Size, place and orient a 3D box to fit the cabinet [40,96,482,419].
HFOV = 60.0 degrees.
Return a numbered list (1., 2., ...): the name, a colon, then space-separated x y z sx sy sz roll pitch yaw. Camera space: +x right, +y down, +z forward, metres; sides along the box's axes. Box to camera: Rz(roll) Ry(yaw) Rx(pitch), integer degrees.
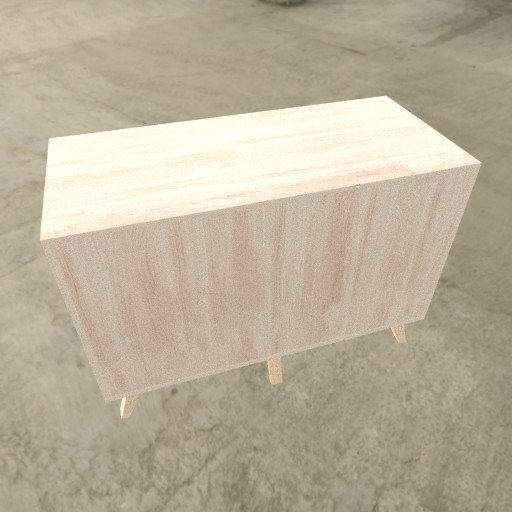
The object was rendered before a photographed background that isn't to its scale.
1. cabinet: 0.000 0.000 1.494 1.110 0.780 0.500 -12 42 -13
